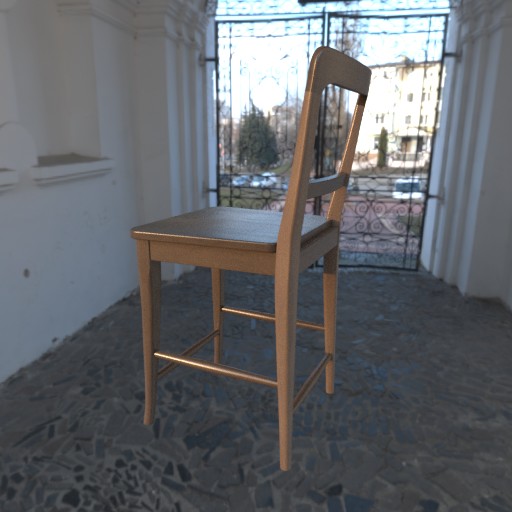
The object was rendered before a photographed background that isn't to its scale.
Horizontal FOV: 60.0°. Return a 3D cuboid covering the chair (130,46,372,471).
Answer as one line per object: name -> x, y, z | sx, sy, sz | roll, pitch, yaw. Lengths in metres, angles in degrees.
chair -> 0.000, 0.000, 1.251 | 0.546, 0.991, 0.450 | 7, 17, 25
